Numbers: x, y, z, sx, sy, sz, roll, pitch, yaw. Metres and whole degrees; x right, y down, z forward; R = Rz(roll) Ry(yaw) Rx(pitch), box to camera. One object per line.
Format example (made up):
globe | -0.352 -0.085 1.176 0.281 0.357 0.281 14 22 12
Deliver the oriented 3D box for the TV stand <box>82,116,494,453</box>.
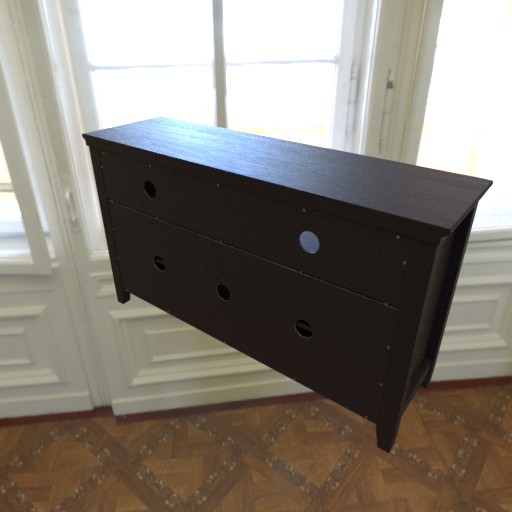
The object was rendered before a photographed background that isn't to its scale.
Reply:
TV stand | 0.000 0.000 1.444 1.198 0.681 0.347 21 35 32
